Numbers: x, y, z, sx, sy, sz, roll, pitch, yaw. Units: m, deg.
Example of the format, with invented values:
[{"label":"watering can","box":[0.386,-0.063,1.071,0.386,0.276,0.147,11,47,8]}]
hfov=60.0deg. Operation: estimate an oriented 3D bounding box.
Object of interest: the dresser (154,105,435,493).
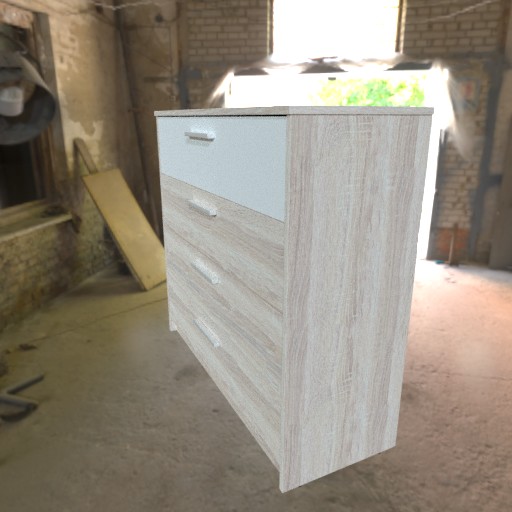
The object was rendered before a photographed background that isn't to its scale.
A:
[{"label":"dresser","box":[0.000,0.000,1.435,0.380,0.900,0.980,-8,19,-25]}]
